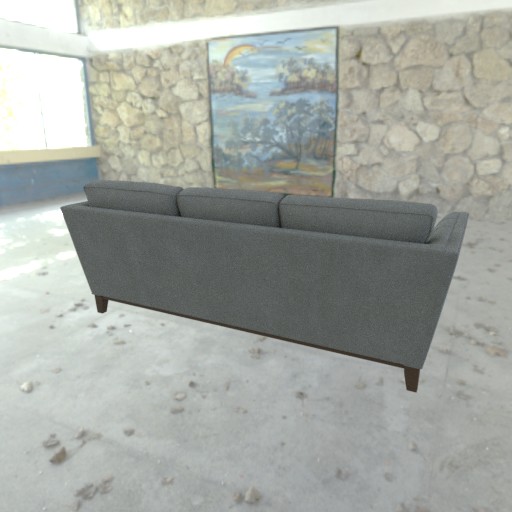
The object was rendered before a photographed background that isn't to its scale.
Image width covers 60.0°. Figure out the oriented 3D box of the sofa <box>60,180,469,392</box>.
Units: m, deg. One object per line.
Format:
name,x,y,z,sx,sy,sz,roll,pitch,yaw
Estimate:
sofa,0.000,0.000,2.858,2.387,0.940,0.965,8,18,26
